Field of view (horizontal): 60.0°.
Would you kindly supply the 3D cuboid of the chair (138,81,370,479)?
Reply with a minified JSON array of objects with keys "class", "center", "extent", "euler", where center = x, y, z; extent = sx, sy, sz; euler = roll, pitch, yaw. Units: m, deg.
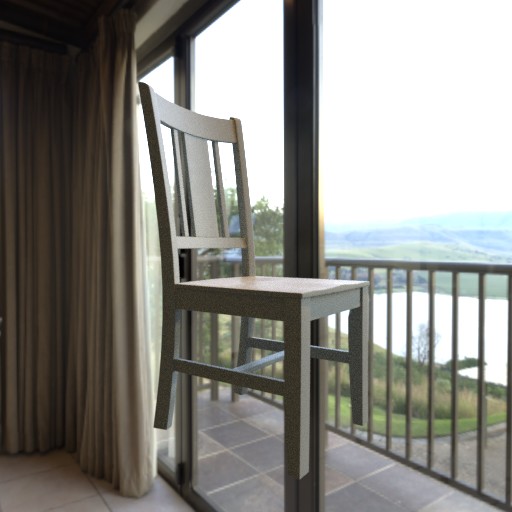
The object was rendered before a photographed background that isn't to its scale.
[{"class":"chair","center":[0.000,0.000,1.312],"extent":[0.555,0.998,0.450],"euler":[1,2,36]}]
